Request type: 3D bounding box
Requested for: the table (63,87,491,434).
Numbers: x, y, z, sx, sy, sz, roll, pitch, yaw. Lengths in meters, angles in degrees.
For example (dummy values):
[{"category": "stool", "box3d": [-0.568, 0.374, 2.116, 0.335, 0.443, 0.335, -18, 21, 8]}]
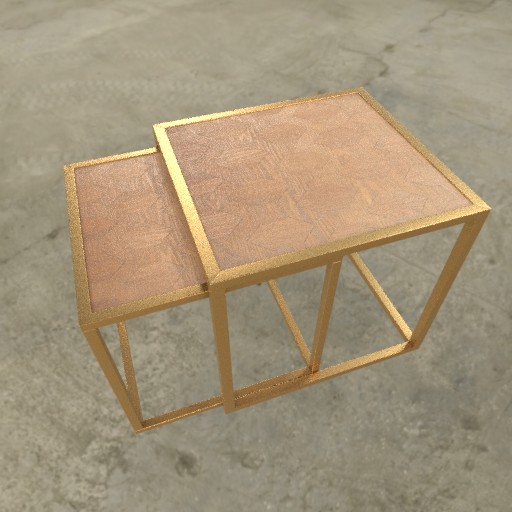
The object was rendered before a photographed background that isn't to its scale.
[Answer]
[{"category": "table", "box3d": [0.000, 0.000, 1.089, 0.762, 0.505, 0.505, -15, 49, -13]}]
